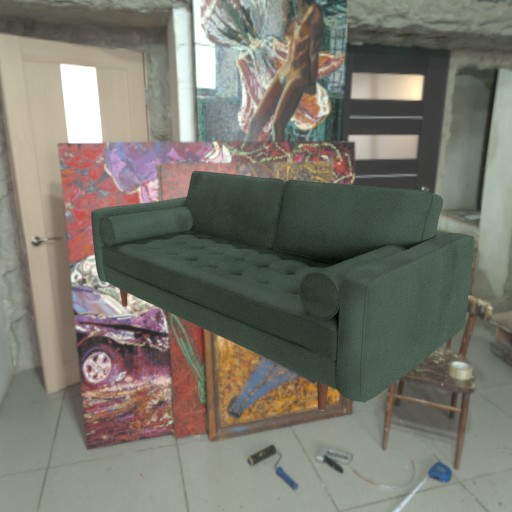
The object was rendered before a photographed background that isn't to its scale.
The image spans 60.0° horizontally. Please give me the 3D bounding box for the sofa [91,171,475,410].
[{"bbox_3d":[0.000,0.000,2.322,1.880,0.772,0.916,15,21,43],"label":"sofa"}]
